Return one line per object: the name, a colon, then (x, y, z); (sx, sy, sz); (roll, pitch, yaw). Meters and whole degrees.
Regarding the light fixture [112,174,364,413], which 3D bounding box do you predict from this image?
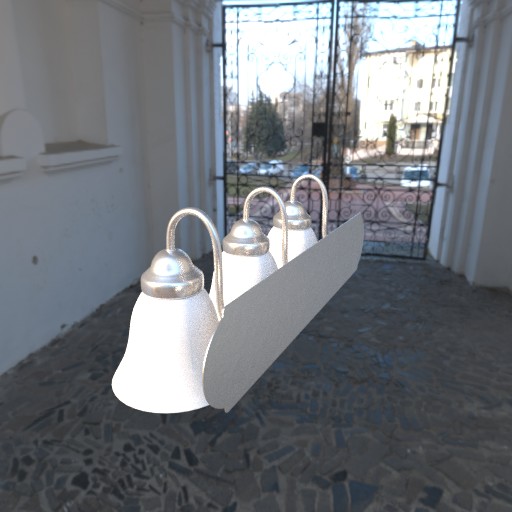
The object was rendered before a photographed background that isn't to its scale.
light fixture: (0.000, 0.000, 0.704); (0.199, 0.222, 0.610); (8, 19, 26)
